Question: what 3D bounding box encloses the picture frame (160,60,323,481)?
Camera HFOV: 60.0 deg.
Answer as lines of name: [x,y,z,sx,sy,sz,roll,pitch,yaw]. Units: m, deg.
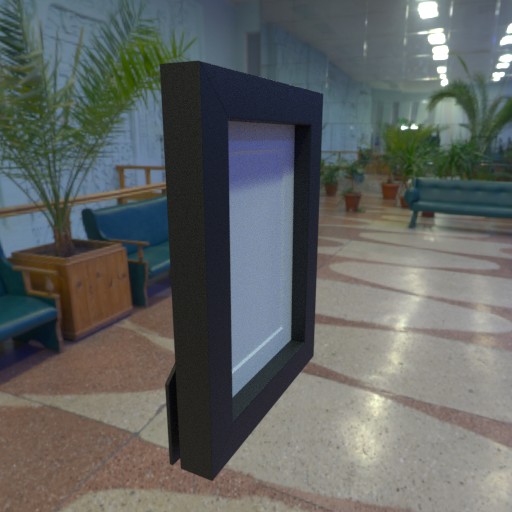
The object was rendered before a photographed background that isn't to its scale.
picture frame: [0.000,0.000,0.283,0.028,0.208,0.157,7,17,26]
